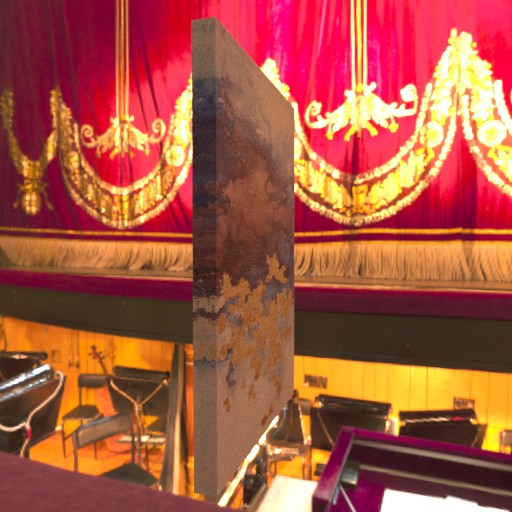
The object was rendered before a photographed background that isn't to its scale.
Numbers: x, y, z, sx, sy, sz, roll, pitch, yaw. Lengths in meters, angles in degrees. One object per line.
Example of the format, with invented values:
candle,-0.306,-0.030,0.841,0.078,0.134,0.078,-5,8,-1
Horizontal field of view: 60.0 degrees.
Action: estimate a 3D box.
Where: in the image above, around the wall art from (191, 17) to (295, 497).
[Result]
wall art,0.000,0.000,1.087,0.048,0.874,0.583,1,2,19
